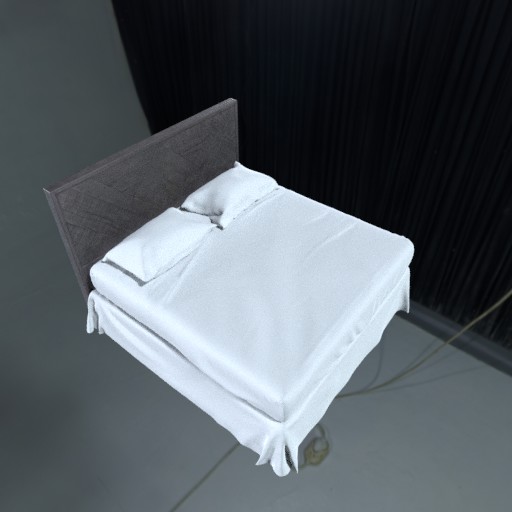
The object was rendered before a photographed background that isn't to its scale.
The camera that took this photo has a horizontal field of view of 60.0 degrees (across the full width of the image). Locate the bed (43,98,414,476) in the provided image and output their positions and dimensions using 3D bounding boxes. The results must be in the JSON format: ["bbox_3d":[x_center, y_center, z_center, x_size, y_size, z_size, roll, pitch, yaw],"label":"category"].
[{"bbox_3d":[0.000,0.000,2.908,1.785,1.142,1.772,28,49,27],"label":"bed"}]
